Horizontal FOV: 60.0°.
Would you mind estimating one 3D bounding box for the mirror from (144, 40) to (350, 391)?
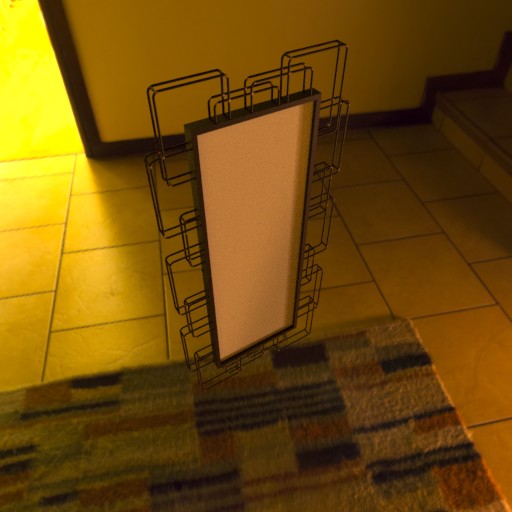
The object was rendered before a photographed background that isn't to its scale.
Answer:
[{"bbox_3d":[0.000,0.000,1.387,0.565,1.192,0.037,-24,50,-22],"label":"mirror"}]
